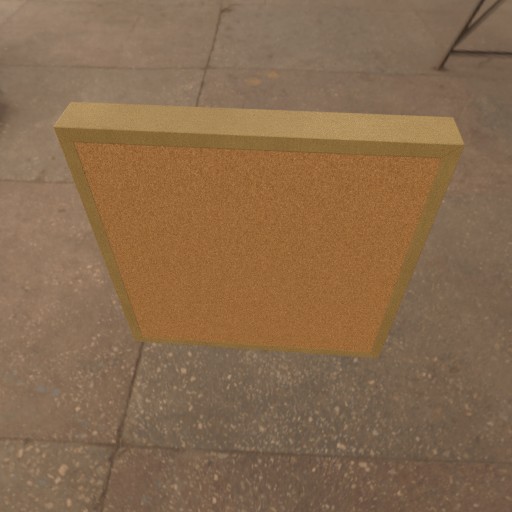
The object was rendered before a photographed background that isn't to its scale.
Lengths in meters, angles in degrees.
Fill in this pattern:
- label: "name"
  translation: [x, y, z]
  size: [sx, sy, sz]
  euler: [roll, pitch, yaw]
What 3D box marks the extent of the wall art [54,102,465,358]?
- label: "wall art"
  translation: [0.000, 0.000, 0.452]
  size: [0.305, 0.305, 0.038]
  euler: [3, 48, 3]
